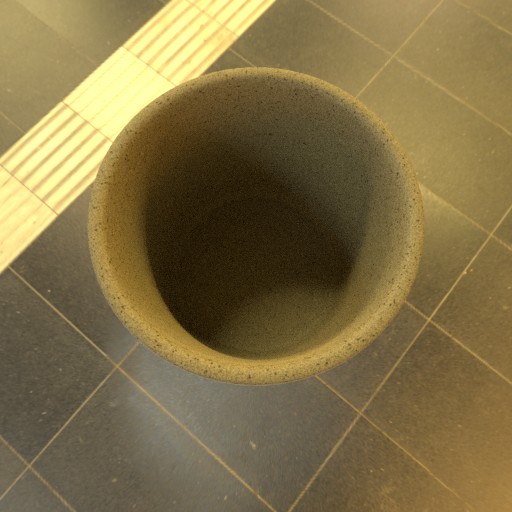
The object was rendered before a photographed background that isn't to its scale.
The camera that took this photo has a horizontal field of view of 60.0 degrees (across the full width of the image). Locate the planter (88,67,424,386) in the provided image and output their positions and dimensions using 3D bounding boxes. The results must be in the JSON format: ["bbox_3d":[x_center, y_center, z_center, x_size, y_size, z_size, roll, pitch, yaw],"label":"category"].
[{"bbox_3d":[0.000,0.000,0.346,0.191,0.199,0.191,0,75,0],"label":"planter"}]
